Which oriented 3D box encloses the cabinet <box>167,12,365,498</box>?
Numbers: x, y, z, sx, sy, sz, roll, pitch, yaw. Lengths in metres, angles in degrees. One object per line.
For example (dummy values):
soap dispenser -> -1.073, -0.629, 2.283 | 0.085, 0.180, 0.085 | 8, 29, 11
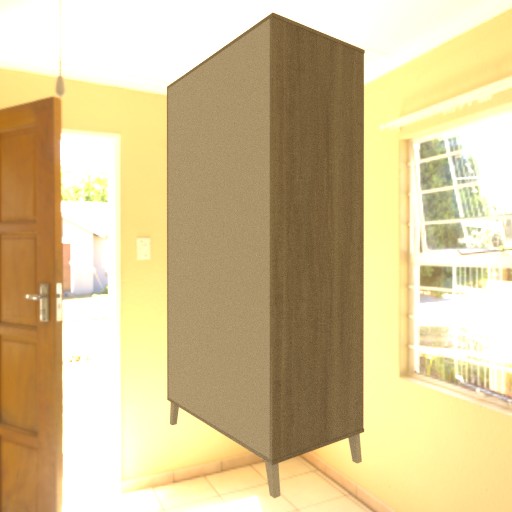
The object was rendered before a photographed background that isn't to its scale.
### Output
cabinet -> 0.000, 0.000, 2.390 | 0.571, 1.999, 1.006 | 0, 0, -36
